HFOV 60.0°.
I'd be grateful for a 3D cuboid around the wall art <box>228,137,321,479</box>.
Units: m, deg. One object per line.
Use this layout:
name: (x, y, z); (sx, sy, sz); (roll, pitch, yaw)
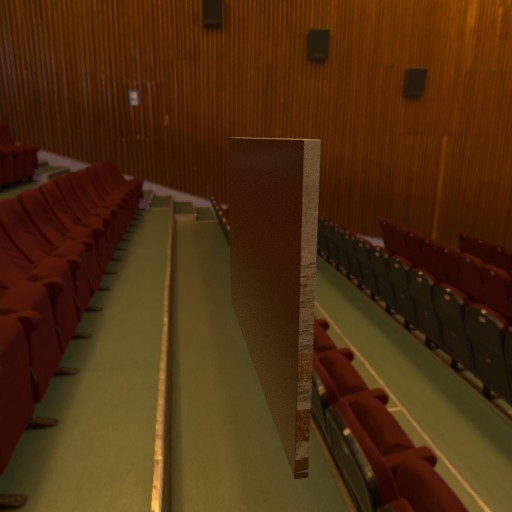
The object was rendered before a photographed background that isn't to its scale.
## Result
wall art: (0.000, 0.000, 1.187); (0.027, 0.610, 0.932); (-3, 15, -10)
